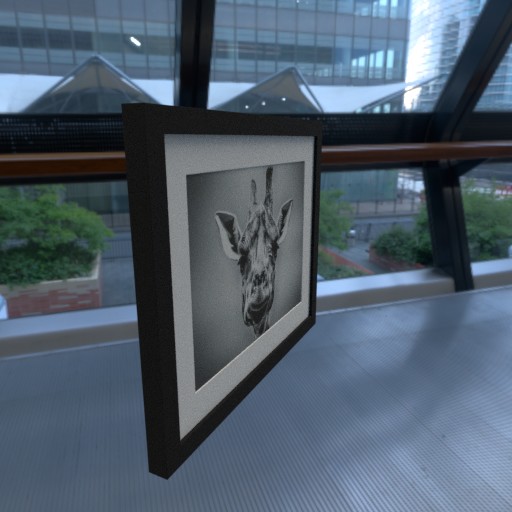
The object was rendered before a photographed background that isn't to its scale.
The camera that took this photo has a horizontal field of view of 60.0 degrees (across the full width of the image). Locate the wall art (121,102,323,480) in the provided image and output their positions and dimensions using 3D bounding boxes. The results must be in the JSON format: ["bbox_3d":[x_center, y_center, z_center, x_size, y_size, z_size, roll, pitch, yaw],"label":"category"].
[{"bbox_3d":[0.000,0.000,0.755,0.031,0.457,0.558,7,17,26],"label":"wall art"}]
